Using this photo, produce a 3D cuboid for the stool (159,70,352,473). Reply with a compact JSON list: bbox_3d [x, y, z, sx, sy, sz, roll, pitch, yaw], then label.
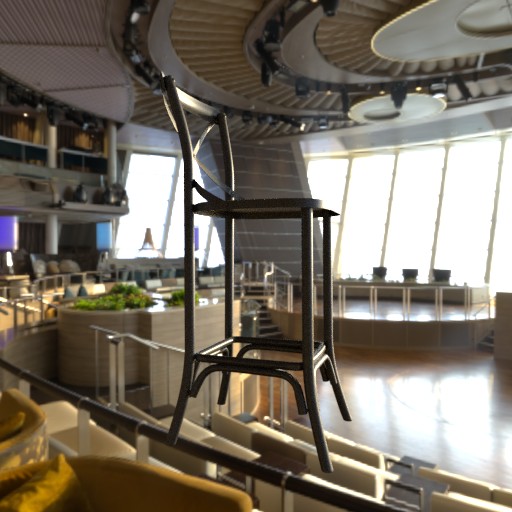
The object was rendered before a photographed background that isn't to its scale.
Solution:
[{"bbox_3d":[0.000,0.000,1.479,0.584,1.168,0.457,0,1,20],"label":"stool"}]
